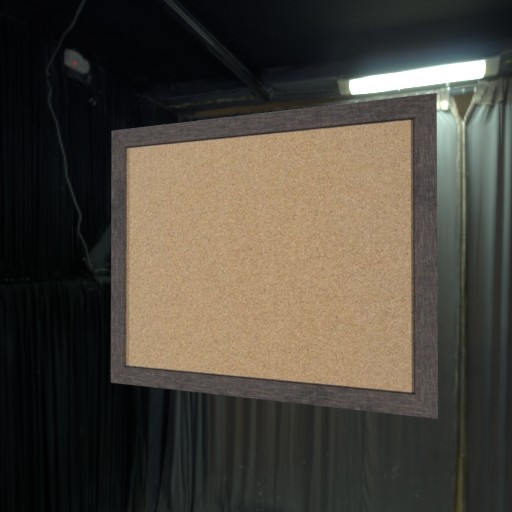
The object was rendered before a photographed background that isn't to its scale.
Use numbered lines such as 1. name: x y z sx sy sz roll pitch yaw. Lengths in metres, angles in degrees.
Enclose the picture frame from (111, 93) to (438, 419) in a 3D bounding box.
1. picture frame: 0.000 0.000 0.722 0.546 0.455 0.026 0 -1 20
